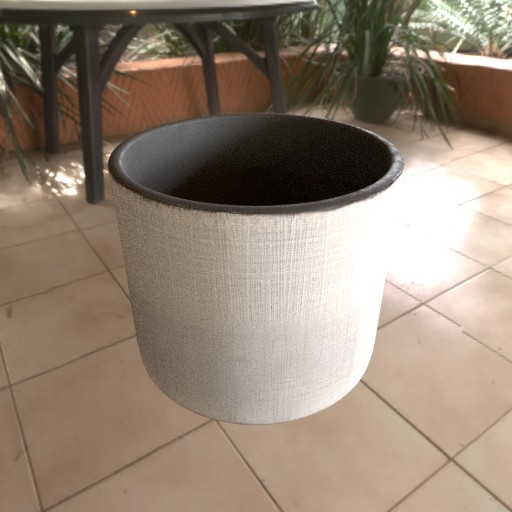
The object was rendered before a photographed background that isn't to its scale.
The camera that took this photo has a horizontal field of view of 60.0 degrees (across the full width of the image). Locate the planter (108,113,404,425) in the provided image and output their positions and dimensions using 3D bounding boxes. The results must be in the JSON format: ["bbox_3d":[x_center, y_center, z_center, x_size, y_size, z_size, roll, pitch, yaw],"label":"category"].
[{"bbox_3d":[0.000,0.000,0.443,0.254,0.221,0.254,0,32,0],"label":"planter"}]
